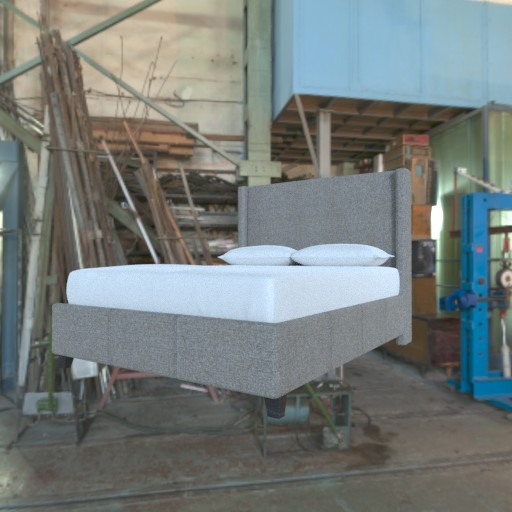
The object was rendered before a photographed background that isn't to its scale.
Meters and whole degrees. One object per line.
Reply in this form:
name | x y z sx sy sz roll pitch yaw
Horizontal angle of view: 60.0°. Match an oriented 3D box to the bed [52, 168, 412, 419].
bed | 0.000 0.000 3.341 1.714 1.481 2.245 0 -1 34
